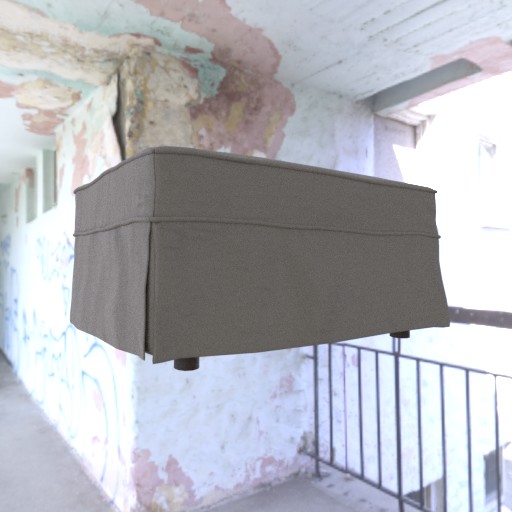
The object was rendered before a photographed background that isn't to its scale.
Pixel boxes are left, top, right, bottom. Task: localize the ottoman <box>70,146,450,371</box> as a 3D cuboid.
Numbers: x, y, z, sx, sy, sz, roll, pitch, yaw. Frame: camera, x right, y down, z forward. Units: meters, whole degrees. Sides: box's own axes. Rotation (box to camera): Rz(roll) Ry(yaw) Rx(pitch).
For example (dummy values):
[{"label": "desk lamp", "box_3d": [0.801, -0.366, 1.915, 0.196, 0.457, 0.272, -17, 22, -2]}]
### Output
[{"label": "ottoman", "box_3d": [0.000, 0.000, 1.319, 0.944, 0.479, 0.703, 1, -1, -34]}]
